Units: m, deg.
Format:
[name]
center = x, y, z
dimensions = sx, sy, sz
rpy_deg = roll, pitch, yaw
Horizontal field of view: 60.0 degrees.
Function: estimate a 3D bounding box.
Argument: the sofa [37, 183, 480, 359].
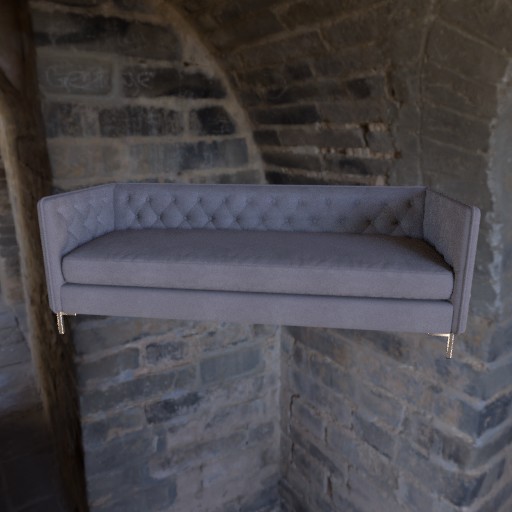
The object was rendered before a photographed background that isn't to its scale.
[sofa]
center = 0.000, 0.000, 2.632
dimensions = 2.209, 0.771, 0.895
rpy_deg = 2, 15, 8
